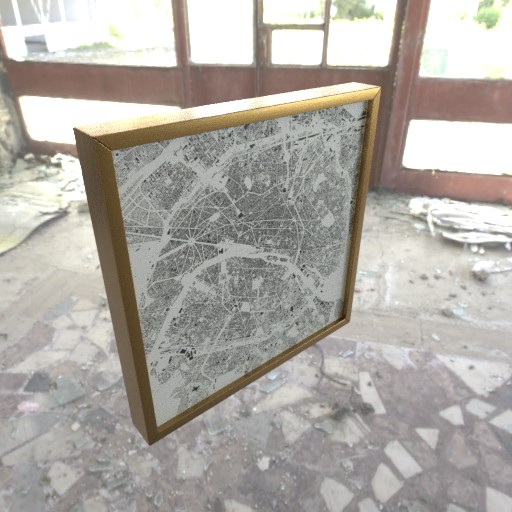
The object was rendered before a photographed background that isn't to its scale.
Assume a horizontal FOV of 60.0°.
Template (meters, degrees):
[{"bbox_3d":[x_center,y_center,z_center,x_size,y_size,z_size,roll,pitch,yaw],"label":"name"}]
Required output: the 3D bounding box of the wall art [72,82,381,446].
[{"bbox_3d":[0.000,0.000,0.458,0.305,0.305,0.037,-23,37,-34],"label":"wall art"}]
